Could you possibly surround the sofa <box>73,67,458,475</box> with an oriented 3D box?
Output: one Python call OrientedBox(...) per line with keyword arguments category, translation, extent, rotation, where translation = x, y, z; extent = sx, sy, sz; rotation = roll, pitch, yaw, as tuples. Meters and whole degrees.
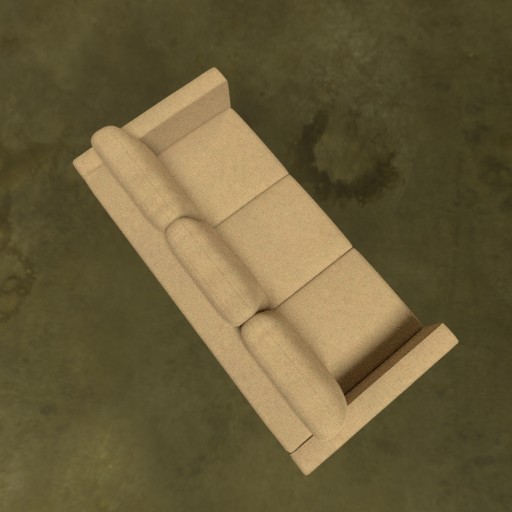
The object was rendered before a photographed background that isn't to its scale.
OrientedBox(category="sofa", translation=(0.000, 0.000, 2.301), extent=(0.930, 0.800, 1.855), rotation=(-37, 78, -9))
